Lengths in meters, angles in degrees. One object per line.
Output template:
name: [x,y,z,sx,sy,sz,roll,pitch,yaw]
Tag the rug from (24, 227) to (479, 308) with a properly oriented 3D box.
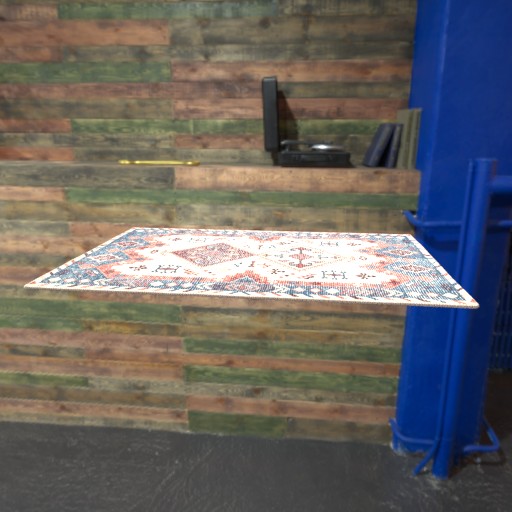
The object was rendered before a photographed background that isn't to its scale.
rug: [0.000,0.000,2.341,1.840,0.015,1.225,2,16,7]
